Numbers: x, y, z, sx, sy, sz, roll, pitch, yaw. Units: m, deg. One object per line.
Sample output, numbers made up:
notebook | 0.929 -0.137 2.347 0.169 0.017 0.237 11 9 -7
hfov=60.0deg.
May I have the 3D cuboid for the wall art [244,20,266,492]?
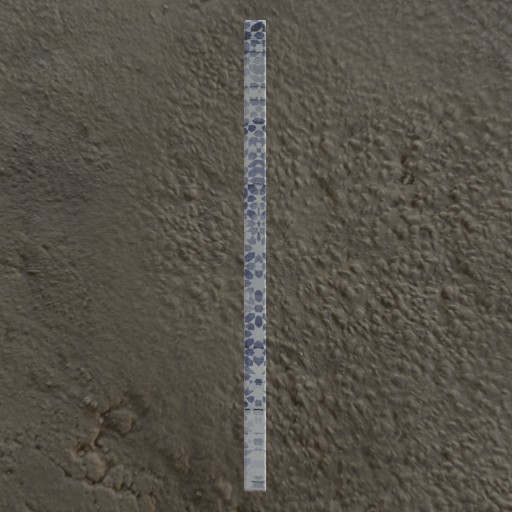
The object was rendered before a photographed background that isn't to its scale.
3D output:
wall art | 0.000 0.000 0.772 0.030 0.406 0.608 0 90 1
